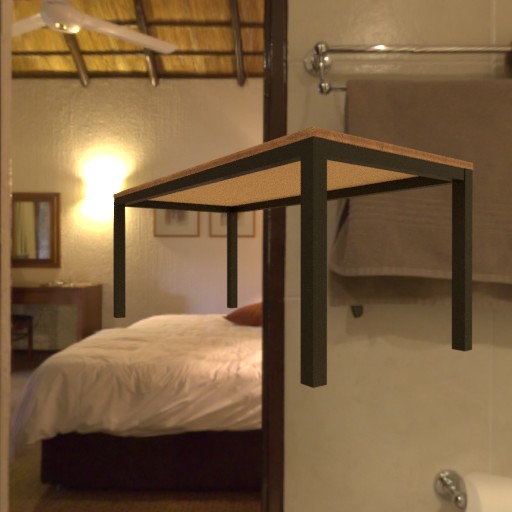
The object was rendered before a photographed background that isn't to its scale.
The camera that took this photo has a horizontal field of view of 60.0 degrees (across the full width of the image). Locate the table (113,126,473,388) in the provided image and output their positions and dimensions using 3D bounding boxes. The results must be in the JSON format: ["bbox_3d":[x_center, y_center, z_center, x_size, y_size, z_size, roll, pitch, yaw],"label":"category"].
[{"bbox_3d":[0.000,0.000,2.289,0.893,0.767,1.805,0,0,-36],"label":"table"}]
